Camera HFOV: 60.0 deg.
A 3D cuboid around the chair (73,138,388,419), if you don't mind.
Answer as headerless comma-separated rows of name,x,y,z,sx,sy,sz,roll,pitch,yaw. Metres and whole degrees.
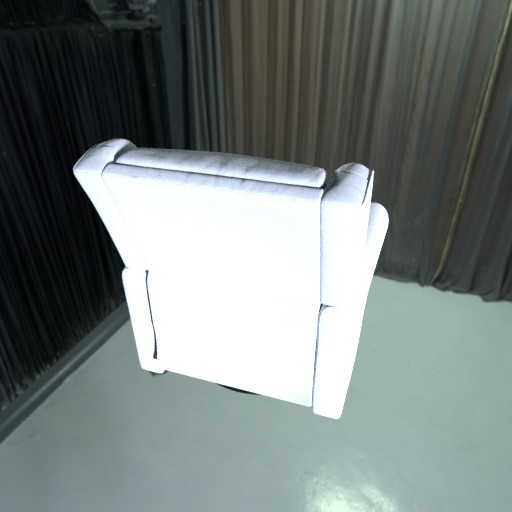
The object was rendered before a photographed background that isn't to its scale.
chair,0.000,0.000,1.666,0.906,0.967,0.854,10,32,15
